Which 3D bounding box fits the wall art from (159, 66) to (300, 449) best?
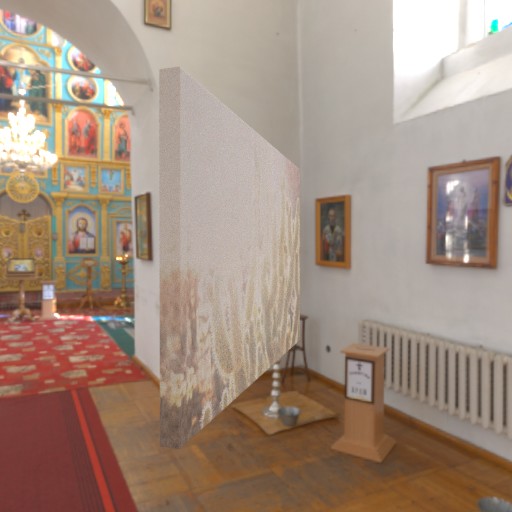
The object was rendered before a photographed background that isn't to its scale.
[{"bbox_3d":[0.000,0.000,1.145,0.040,0.608,0.916,0,1,18],"label":"wall art"}]
